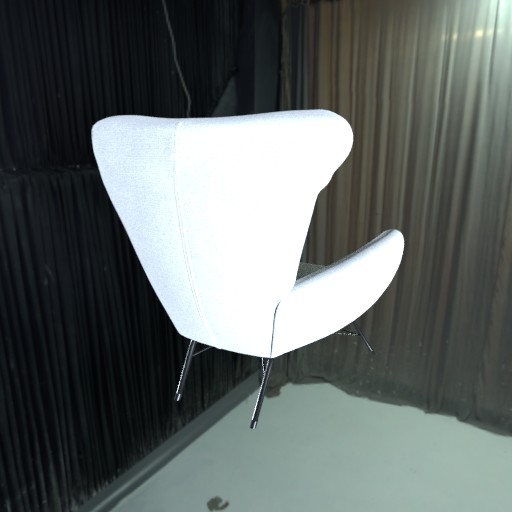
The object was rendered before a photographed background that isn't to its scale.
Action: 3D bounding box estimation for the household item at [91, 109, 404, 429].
[{"bbox_3d":[0.000,0.000,1.742,0.980,1.050,0.900,8,17,28],"label":"household item"}]
